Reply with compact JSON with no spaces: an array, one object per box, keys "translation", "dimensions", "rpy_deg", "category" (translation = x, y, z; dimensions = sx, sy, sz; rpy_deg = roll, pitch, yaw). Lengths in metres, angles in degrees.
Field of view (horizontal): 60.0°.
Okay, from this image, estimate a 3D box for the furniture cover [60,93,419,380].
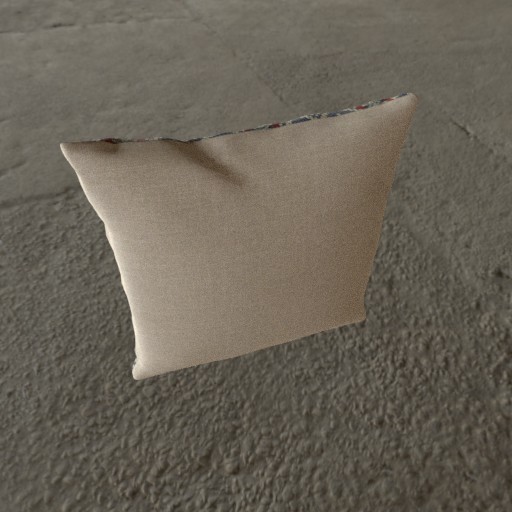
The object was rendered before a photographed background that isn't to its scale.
[{"translation":[0.000,0.000,0.651],"dimensions":[0.431,0.431,0.139],"rpy_deg":[-12,43,-13],"category":"furniture cover"}]
